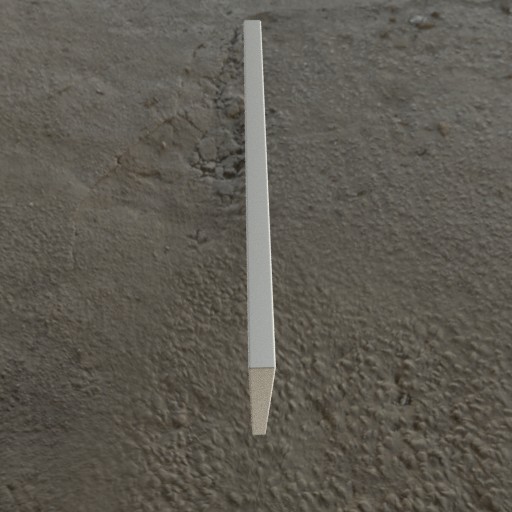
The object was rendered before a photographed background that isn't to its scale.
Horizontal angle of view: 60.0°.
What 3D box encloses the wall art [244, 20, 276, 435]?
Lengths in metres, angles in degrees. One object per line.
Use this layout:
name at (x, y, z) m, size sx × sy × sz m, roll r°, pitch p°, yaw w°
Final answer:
wall art at (0.000, 0.000, 1.116) m, size 0.037 × 0.757 × 0.757 m, roll -1°, pitch 62°, yaw -1°
